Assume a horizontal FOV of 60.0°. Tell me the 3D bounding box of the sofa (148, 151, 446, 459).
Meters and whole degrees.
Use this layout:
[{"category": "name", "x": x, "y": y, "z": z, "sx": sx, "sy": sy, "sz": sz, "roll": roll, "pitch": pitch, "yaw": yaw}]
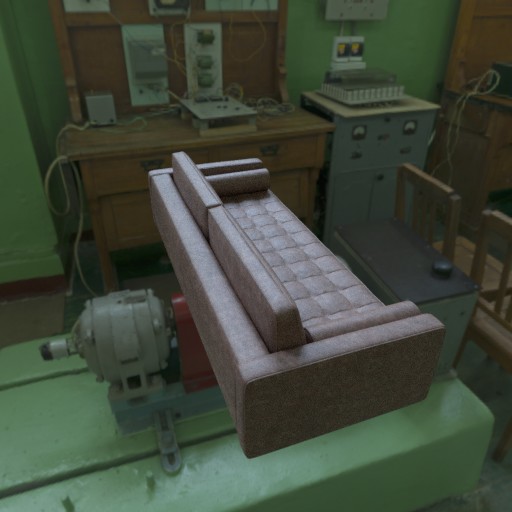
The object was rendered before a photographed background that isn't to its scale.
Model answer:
[{"category": "sofa", "x": 0.000, "y": 0.000, "z": 2.654, "sx": 0.914, "sy": 0.762, "sz": 2.210, "roll": -11, "pitch": 33, "yaw": -17}]
